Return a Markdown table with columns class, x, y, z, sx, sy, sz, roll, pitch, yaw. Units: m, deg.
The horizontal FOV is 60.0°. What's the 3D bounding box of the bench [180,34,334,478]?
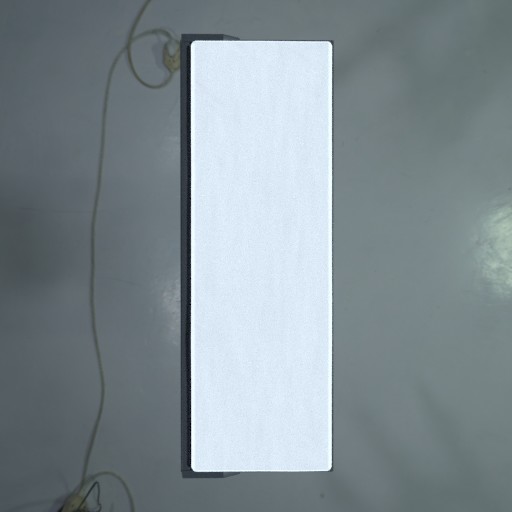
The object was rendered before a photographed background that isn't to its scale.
| class | x | y | z | sx | sy | sz | roll | pitch | yaw |
| --- | --- | --- | --- | --- | --- | --- | --- | --- | --- |
| bench | 0.000 | 0.000 | 1.217 | 0.345 | 0.561 | 0.973 | 0 | 90 | -1 |
